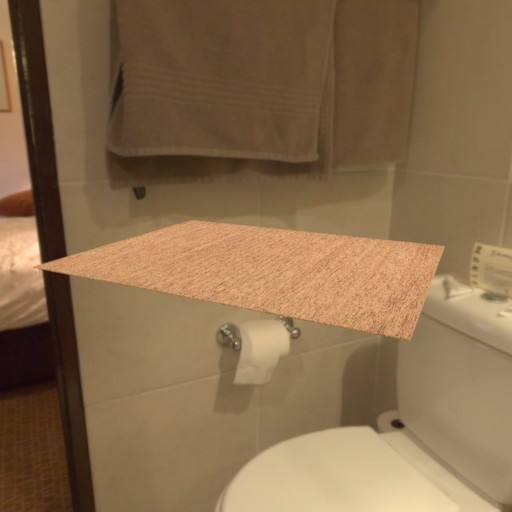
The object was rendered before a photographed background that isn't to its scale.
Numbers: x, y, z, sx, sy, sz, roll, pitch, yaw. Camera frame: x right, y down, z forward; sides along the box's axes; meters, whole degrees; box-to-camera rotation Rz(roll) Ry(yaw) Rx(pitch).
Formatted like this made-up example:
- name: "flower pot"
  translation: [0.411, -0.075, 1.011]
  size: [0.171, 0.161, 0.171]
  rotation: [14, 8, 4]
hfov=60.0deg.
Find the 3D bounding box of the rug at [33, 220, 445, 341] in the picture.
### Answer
- name: "rug"
  translation: [0.000, 0.000, 4.287]
  size: [3.205, 0.013, 2.448]
  rotation: [8, 17, 26]
